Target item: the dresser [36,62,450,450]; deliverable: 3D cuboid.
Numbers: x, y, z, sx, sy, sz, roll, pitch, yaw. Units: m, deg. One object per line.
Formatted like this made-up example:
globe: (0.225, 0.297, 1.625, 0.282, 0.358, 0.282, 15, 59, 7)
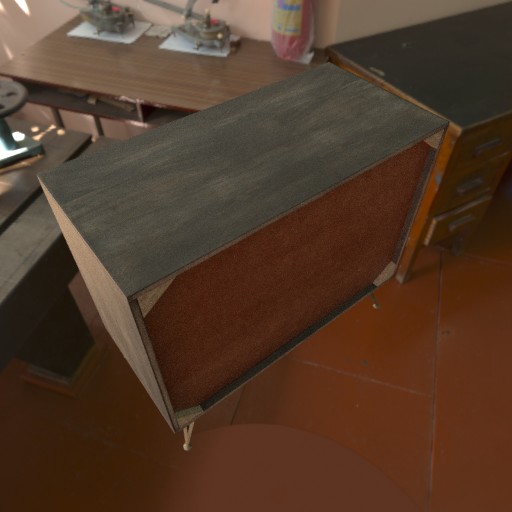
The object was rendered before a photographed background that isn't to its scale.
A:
dresser: (0.000, 0.000, 1.374, 0.923, 0.801, 0.453, -30, 54, -25)
